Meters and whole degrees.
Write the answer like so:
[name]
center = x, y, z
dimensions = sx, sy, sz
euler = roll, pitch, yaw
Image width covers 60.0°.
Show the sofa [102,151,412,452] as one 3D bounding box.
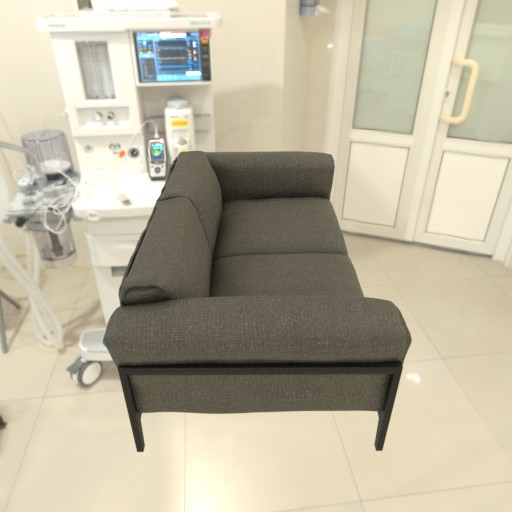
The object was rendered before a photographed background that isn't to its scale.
[sofa]
center = 0.000, 0.000, 2.163
dimensions = 0.960, 0.656, 1.690
euler = 0, 32, 0
